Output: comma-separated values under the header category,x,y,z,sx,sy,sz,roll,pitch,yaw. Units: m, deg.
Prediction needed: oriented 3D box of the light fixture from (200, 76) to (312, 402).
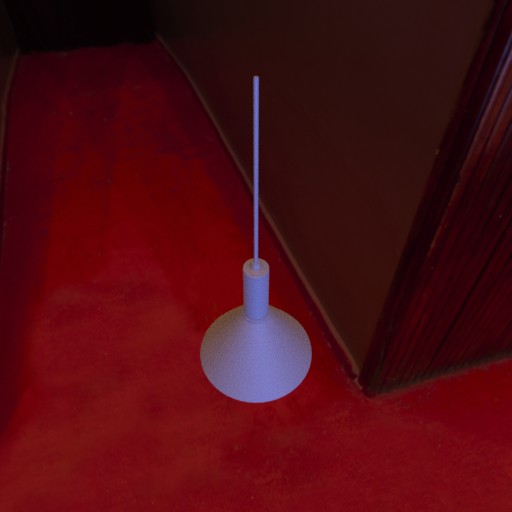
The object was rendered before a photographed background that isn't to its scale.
category,x,y,z,sx,sy,sz,roll,pitch,yaw
light fixture,0.000,0.000,0.827,0.267,0.683,0.267,-16,49,-14
